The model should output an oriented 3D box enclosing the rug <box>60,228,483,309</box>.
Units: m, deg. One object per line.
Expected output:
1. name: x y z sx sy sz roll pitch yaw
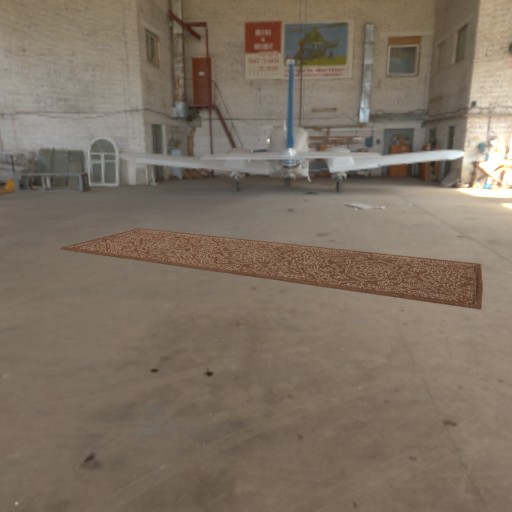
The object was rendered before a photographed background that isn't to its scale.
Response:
1. rug: 0.000 0.000 2.669 2.448 0.012 0.769 7 16 25
